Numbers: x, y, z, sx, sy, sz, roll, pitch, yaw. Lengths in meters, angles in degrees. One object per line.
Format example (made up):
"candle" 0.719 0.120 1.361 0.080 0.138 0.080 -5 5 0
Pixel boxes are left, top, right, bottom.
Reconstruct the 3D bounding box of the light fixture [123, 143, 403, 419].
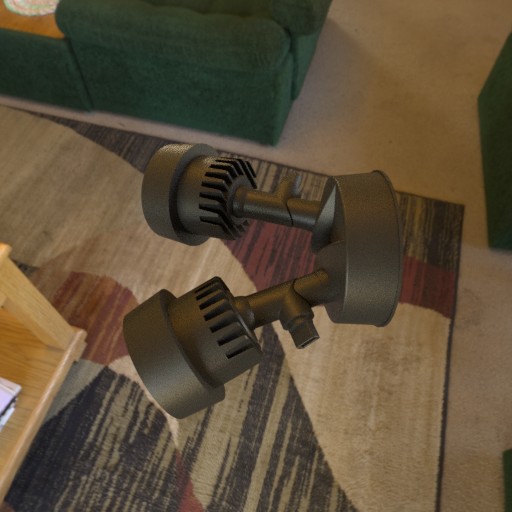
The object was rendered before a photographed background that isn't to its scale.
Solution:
"light fixture" 0.000 0.000 0.313 0.168 0.120 0.213 -1 58 -1
